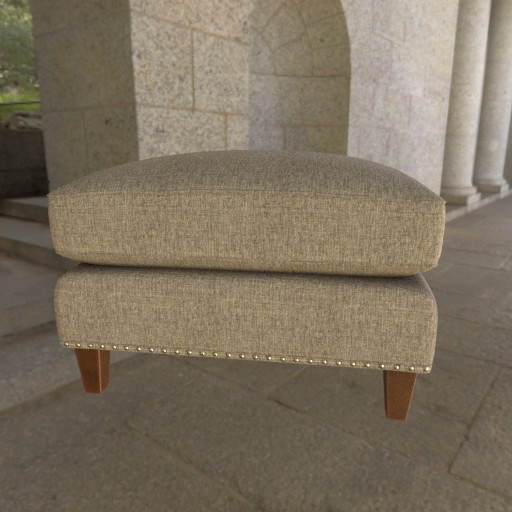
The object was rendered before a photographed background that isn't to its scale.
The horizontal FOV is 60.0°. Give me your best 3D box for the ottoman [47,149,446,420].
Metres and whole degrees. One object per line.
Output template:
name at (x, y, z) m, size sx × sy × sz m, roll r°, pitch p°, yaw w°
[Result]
ottoman at (0.000, 0.000, 1.098) m, size 0.741 × 0.513 × 0.584 m, roll 2°, pitch 14°, yaw 8°
